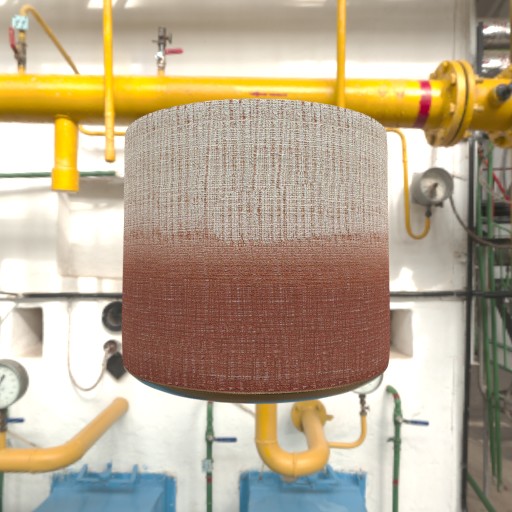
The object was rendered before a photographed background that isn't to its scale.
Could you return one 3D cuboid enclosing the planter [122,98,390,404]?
[{"bbox_3d":[0.000,0.000,0.307,0.178,0.157,0.178,0,0,0],"label":"planter"}]
